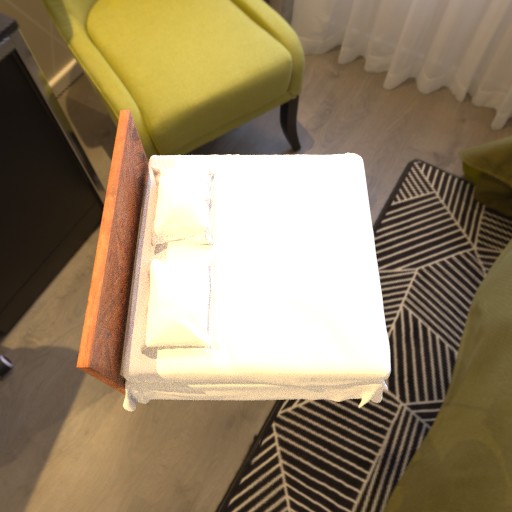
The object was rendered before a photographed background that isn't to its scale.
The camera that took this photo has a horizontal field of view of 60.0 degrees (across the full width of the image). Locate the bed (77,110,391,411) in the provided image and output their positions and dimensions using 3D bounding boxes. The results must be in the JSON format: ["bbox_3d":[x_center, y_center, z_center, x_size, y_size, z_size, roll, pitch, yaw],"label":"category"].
[{"bbox_3d":[0.000,0.000,3.580,2.165,1.158,2.255,0,64,0],"label":"bed"}]
